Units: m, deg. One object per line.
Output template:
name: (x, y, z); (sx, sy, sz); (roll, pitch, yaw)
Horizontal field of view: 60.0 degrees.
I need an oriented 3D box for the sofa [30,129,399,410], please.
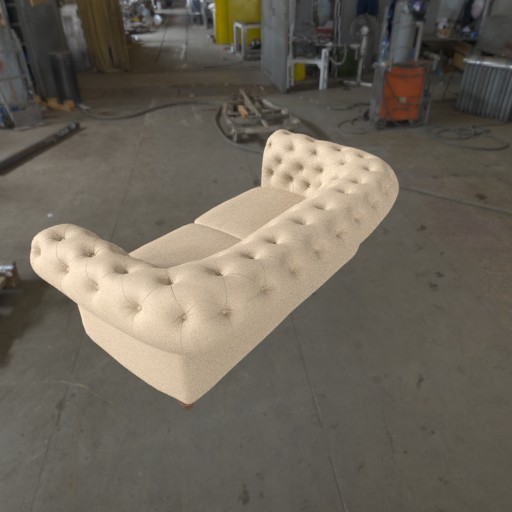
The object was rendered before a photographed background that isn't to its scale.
sofa: (0.000, 0.000, 2.498); (1.069, 0.835, 1.988); (23, 40, 31)
